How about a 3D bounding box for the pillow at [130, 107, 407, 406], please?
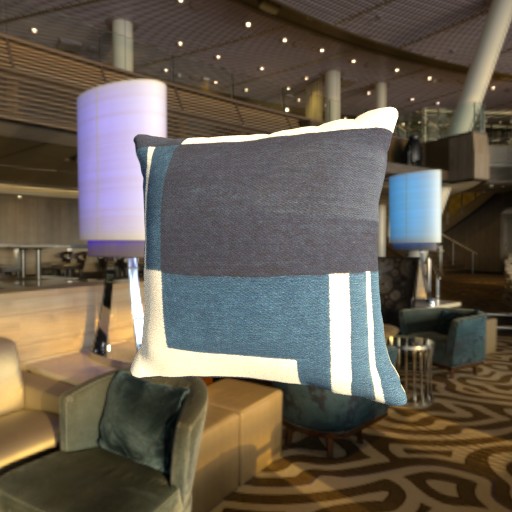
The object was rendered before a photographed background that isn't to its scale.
[{"bbox_3d":[0.000,0.000,0.826,0.536,0.506,0.229,0,1,17],"label":"pillow"}]
